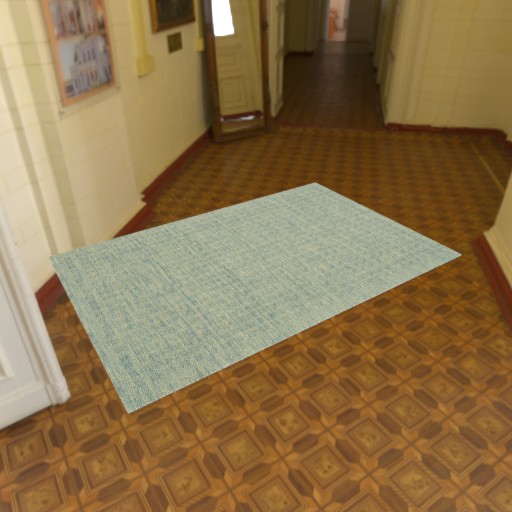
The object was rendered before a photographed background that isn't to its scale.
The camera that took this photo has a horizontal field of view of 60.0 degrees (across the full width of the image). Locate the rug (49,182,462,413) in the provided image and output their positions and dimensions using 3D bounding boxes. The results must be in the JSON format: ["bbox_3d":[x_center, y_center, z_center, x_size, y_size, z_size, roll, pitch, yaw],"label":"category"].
[{"bbox_3d":[0.000,0.000,2.245,1.752,0.006,1.142,-19,37,-28],"label":"rug"}]
